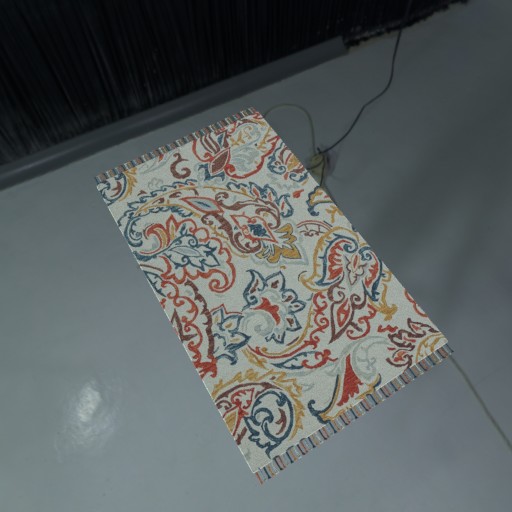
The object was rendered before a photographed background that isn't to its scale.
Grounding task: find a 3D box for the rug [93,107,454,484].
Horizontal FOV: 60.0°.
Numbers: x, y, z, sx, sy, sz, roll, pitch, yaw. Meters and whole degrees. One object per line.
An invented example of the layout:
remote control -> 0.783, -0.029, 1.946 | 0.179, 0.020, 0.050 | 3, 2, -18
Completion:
rug -> 0.000, 0.000, 3.259 | 1.523, 0.010, 2.584 | -28, 66, -14
